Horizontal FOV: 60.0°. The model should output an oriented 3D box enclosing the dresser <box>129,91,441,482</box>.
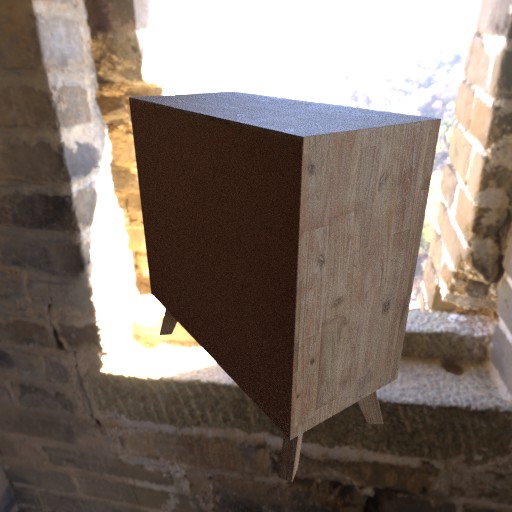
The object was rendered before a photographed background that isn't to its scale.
[{"bbox_3d":[0.000,0.000,1.595,0.455,1.029,0.998,-16,29,-31],"label":"dresser"}]
